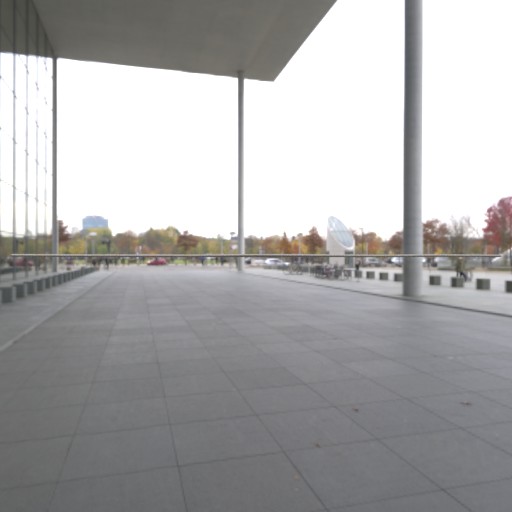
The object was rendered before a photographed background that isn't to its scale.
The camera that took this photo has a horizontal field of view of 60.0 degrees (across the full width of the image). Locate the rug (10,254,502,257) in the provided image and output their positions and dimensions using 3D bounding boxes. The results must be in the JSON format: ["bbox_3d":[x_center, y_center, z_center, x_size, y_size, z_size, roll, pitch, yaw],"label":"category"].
[{"bbox_3d":[0.000,0.000,3.948,3.055,0.021,2.410,0,0,0],"label":"rug"}]
